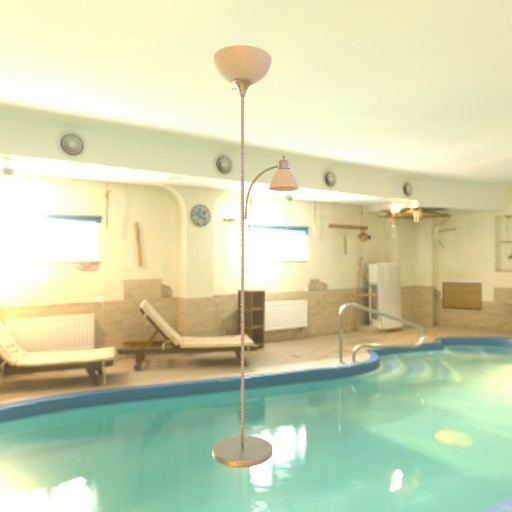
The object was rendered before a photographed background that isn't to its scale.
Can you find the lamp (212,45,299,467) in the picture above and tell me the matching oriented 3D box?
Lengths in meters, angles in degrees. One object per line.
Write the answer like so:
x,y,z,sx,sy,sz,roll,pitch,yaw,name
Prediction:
0.000,0.000,1.982,0.425,1.804,0.279,0,0,37,lamp
